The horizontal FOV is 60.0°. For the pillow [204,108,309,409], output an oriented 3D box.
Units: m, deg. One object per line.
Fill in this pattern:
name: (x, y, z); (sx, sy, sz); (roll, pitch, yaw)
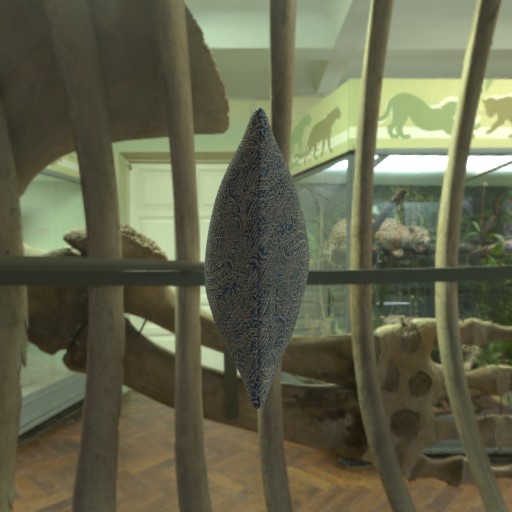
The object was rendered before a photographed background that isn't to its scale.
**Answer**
pillow: (0.000, 0.000, 0.734); (0.151, 0.295, 0.615); (0, 0, -1)
